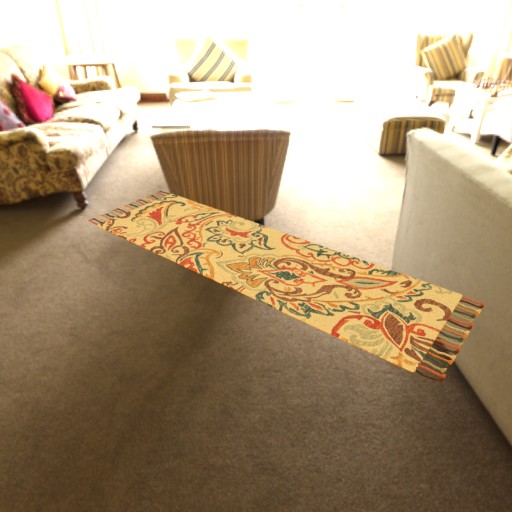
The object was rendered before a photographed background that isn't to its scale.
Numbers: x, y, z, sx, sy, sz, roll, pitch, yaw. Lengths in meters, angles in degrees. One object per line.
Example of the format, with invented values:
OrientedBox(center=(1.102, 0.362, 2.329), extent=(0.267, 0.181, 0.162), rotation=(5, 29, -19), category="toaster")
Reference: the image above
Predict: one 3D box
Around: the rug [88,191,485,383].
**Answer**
OrientedBox(center=(0.000, 0.000, 2.946), extent=(2.682, 0.015, 0.763), rotation=(22, 37, 32), category="rug")
